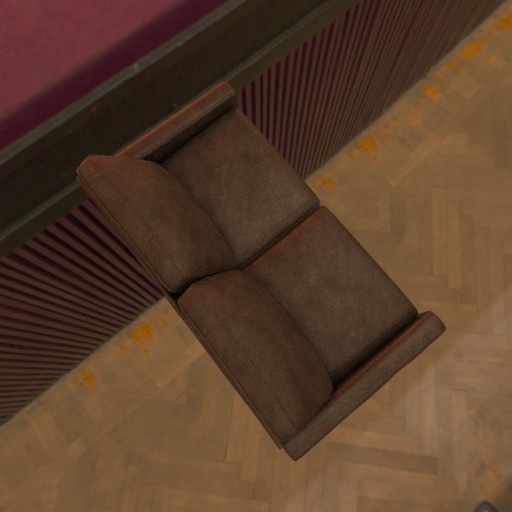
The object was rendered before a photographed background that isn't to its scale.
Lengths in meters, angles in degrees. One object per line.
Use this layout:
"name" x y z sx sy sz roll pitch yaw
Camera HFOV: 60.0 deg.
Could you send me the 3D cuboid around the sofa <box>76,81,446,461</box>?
"sofa" 0.000 0.000 2.267 0.939 0.916 1.732 -38 79 -9
